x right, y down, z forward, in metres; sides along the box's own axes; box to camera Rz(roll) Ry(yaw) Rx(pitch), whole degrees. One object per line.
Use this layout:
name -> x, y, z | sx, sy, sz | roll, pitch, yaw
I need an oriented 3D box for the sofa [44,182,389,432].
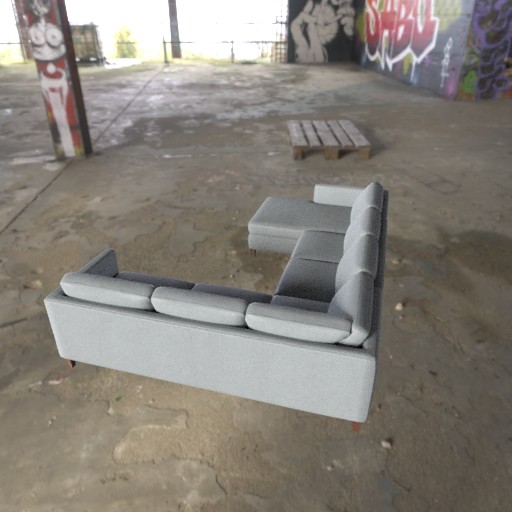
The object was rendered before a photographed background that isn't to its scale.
sofa -> 0.000, 0.000, 4.581 | 2.551, 0.853, 3.238 | 8, 30, 14
